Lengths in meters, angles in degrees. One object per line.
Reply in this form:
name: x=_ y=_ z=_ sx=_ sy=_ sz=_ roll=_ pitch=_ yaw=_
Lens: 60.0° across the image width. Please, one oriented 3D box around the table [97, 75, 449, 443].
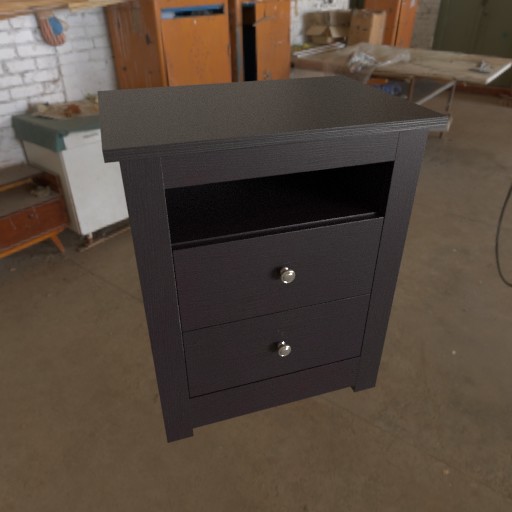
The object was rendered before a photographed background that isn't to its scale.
table: x=0.000 y=0.000 z=1.060 sx=0.589 sy=0.711 sz=0.408 roll=-10 pitch=34 yaw=-15
